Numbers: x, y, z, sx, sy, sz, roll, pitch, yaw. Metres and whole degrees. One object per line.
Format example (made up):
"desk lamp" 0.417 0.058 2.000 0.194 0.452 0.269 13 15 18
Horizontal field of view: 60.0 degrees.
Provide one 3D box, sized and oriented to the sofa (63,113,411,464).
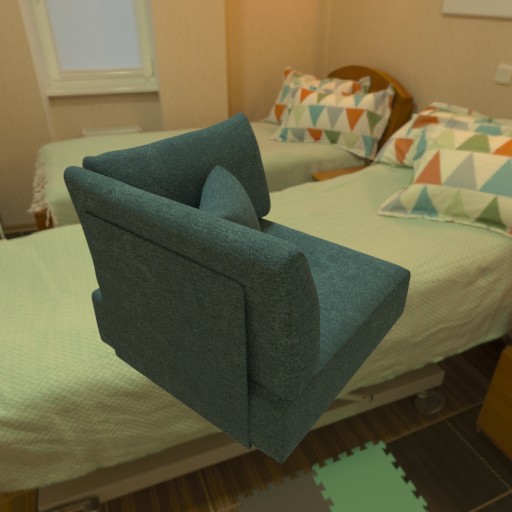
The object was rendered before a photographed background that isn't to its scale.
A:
"sofa" 0.000 0.000 1.766 1.000 0.820 1.000 22 37 32
